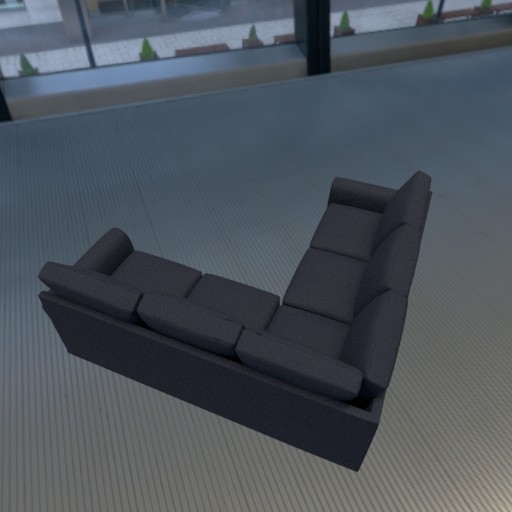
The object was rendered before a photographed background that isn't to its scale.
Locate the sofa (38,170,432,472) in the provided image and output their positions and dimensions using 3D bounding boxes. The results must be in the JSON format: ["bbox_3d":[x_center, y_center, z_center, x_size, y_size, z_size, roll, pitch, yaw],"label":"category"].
[{"bbox_3d":[0.000,0.000,3.865,2.562,1.042,2.487,17,47,16],"label":"sofa"}]
